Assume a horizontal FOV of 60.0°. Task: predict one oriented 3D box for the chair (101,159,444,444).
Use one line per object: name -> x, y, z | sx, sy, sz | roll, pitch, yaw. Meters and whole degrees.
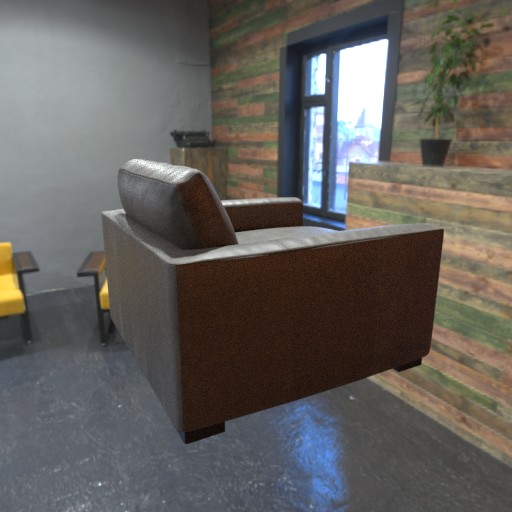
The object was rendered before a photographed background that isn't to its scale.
chair -> 0.000, 0.000, 1.896 | 1.080, 0.807, 1.106 | -8, 16, -27
